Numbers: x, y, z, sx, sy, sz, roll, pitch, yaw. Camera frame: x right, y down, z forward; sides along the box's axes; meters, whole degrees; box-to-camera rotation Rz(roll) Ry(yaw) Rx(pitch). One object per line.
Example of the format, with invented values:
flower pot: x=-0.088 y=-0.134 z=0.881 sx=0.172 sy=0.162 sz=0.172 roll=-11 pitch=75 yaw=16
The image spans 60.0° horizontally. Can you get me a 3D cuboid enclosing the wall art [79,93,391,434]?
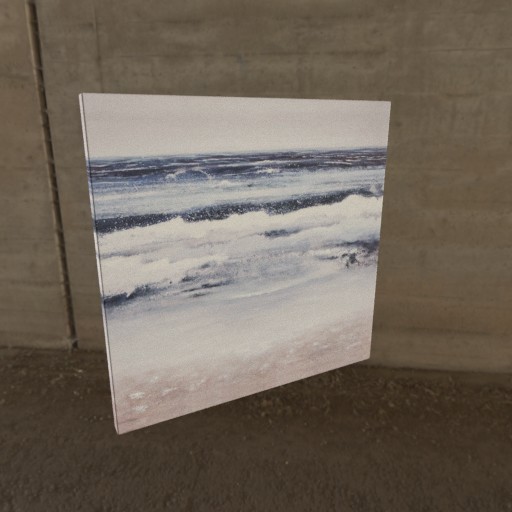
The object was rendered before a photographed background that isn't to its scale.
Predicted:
wall art: x=0.000 y=0.000 z=1.112 sx=0.755 sy=0.747 sz=0.065 roll=-9 pitch=19 yaw=-26
